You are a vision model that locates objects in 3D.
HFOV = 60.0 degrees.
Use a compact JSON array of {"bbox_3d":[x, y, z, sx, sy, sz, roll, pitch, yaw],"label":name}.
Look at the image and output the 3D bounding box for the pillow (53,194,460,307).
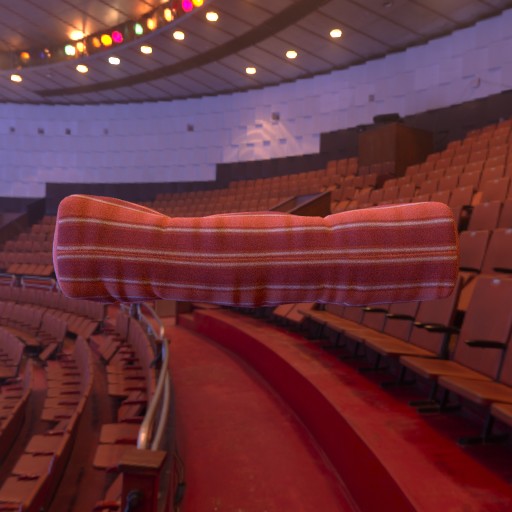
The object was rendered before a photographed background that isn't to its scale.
[{"bbox_3d":[0.000,0.000,0.721,0.468,0.133,0.490,0,-1,-1],"label":"pillow"}]
